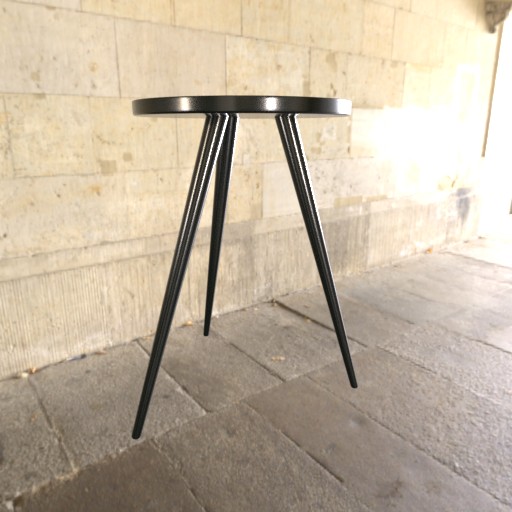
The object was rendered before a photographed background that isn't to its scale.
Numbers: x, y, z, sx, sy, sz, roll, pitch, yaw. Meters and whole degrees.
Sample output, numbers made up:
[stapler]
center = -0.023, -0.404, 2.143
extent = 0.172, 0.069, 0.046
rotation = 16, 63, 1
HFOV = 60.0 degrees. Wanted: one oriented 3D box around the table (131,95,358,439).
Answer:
[table]
center = 0.000, 0.000, 0.838
extent = 0.415, 0.548, 0.403
rotation = 2, 16, 8
